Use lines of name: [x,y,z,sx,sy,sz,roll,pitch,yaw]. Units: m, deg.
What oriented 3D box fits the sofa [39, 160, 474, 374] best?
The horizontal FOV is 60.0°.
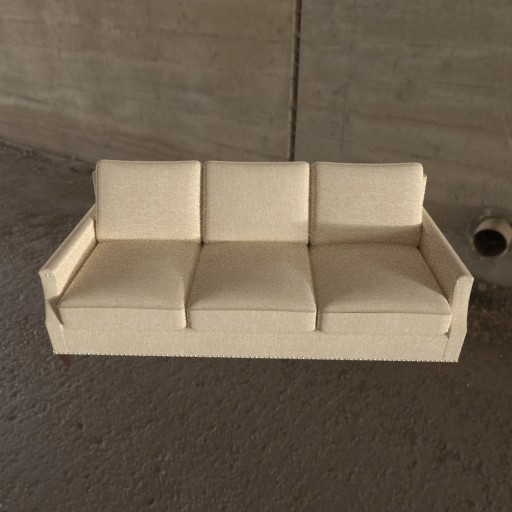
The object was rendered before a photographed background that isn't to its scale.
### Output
sofa: [0.000,0.000,2.671,2.210,0.940,1.041,1,31,1]
